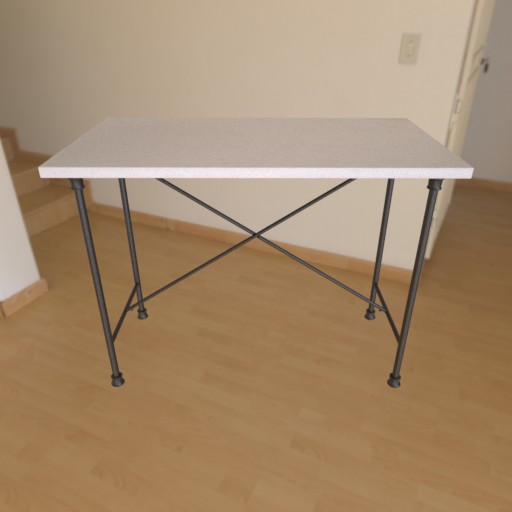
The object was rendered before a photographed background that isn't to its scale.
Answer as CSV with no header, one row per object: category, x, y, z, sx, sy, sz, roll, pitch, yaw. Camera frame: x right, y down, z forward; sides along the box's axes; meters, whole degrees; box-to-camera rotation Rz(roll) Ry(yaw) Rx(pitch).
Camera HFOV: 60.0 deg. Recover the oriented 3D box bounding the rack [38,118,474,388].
rack,0.000,0.000,1.657,1.159,0.880,0.613,0,29,0
